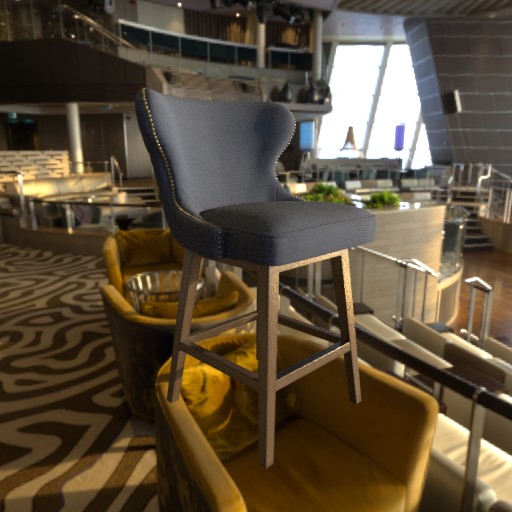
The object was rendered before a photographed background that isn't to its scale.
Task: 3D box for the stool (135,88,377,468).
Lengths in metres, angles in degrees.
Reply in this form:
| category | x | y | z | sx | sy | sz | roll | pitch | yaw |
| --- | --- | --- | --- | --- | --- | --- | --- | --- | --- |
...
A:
| category | x | y | z | sx | sy | sz | roll | pitch | yaw |
| --- | --- | --- | --- | --- | --- | --- | --- | --- | --- |
| stool | 0.000 | 0.000 | 1.373 | 0.615 | 0.972 | 0.597 | -13 | 18 | -43 |
